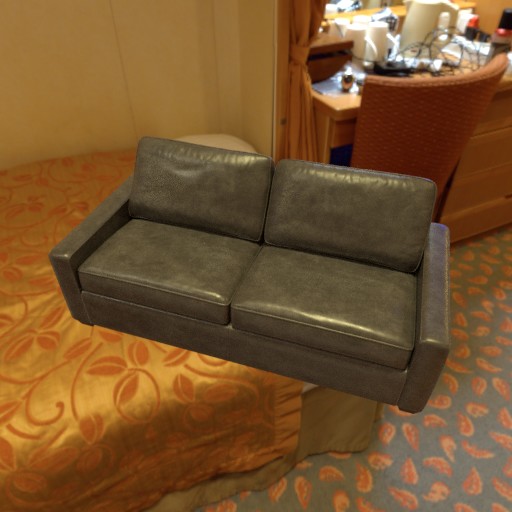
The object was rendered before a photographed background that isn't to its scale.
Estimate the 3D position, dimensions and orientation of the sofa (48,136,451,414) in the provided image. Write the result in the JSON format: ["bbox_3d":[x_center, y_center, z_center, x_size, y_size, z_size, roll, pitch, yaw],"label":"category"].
[{"bbox_3d":[0.000,0.000,2.537,2.081,0.916,0.939,12,42,14],"label":"sofa"}]
